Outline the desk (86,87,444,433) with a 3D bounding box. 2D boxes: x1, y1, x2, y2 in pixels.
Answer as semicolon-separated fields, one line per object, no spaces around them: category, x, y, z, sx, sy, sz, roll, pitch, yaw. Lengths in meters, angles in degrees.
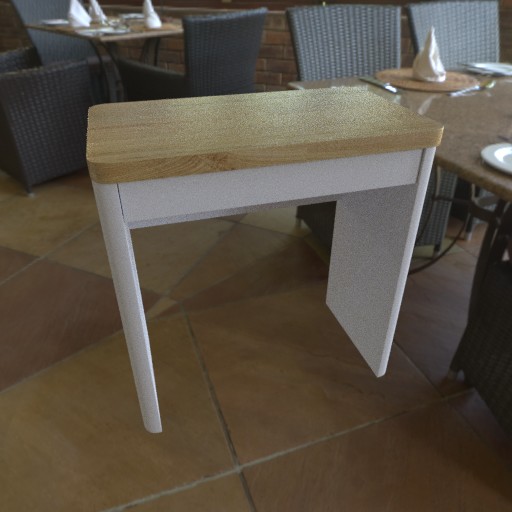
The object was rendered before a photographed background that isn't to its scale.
desk;0.000;0.000;1.263;0.760;0.790;0.440;-9;34;-14
